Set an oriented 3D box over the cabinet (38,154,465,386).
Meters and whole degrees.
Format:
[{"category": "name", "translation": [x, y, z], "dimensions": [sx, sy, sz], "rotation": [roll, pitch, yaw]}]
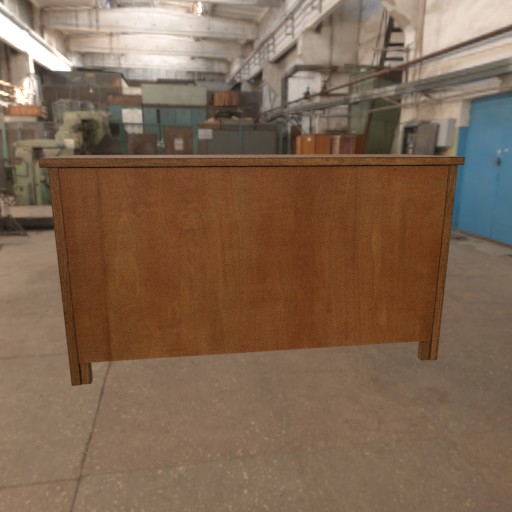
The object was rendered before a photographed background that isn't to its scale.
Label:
[{"category": "cabinet", "translation": [0.000, 0.000, 1.844], "dimensions": [1.474, 0.813, 0.480], "rotation": [-2, 14, -8]}]
